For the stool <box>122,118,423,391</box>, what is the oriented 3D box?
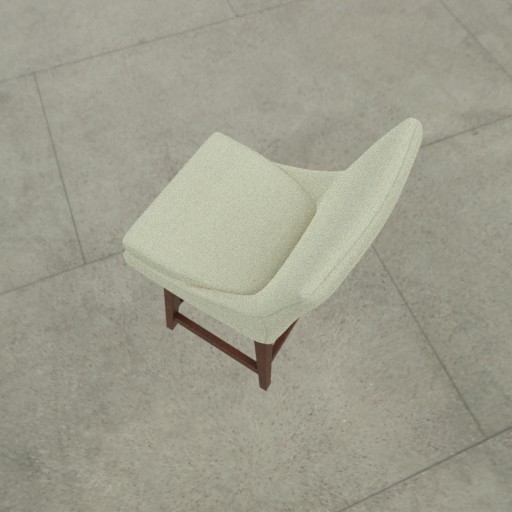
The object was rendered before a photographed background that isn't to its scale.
[{"bbox_3d":[0.000,0.000,1.276,0.559,0.991,0.469,30,68,13],"label":"stool"}]
